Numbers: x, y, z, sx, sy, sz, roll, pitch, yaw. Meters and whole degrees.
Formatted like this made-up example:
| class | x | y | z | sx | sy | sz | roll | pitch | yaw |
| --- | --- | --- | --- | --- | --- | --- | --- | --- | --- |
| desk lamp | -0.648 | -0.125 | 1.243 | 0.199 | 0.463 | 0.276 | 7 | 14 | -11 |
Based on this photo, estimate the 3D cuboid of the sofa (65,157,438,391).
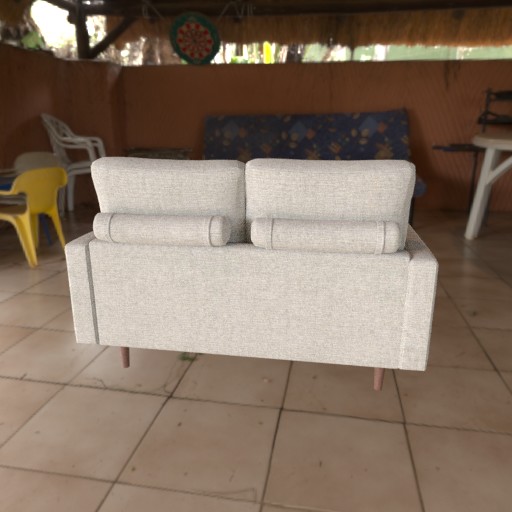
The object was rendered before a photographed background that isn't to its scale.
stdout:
| class | x | y | z | sx | sy | sz | roll | pitch | yaw |
| --- | --- | --- | --- | --- | --- | --- | --- | --- | --- |
| sofa | 0.000 | 0.000 | 2.021 | 1.407 | 0.907 | 0.842 | 3 | 17 | 9 |
